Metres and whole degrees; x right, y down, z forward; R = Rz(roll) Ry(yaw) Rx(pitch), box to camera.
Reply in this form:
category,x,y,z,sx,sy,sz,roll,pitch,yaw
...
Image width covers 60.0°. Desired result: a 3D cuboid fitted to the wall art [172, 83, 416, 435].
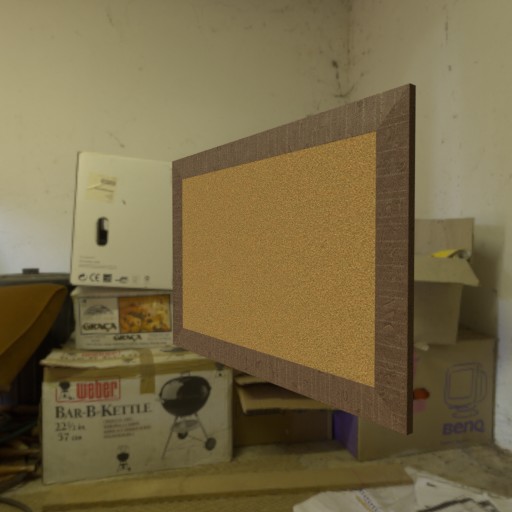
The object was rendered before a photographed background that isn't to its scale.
category,x,y,z,sx,sy,sz,roll,pitch,yaw
wall art,0.000,0.000,1.158,0.019,0.626,0.917,-1,2,-37
